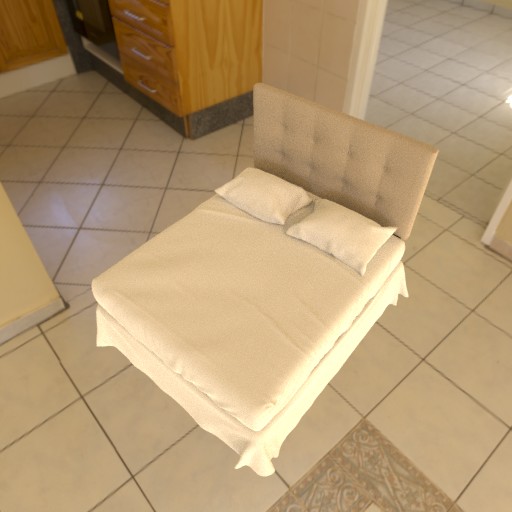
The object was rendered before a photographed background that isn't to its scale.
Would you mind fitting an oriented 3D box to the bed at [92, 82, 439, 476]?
[{"bbox_3d":[0.000,0.000,3.437,1.936,1.577,2.222,31,54,26],"label":"bed"}]
